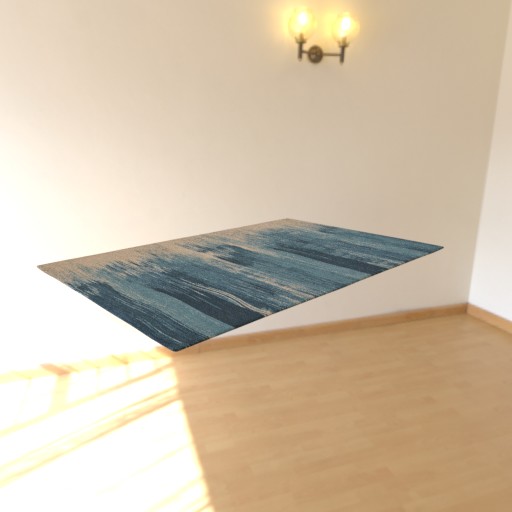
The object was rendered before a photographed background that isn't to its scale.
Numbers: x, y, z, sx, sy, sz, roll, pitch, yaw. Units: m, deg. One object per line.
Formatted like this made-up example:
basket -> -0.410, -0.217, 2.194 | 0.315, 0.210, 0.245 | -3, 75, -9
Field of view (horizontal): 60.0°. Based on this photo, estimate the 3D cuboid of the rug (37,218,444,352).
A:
rug -> 0.000, 0.000, 2.359 | 1.836, 0.009, 1.232 | -14, 21, -42
